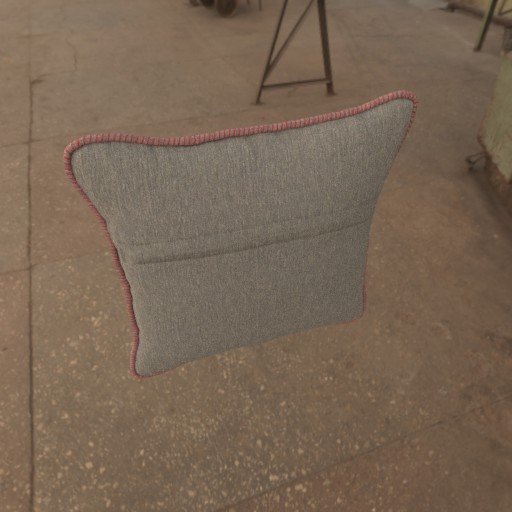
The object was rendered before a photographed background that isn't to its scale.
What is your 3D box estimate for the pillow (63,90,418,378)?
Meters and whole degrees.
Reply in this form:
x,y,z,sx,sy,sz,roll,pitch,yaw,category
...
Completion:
x,y,z,sx,sy,sz,roll,pitch,yaw,category
0.000,0.000,0.724,0.482,0.491,0.124,-12,43,-13,pillow
